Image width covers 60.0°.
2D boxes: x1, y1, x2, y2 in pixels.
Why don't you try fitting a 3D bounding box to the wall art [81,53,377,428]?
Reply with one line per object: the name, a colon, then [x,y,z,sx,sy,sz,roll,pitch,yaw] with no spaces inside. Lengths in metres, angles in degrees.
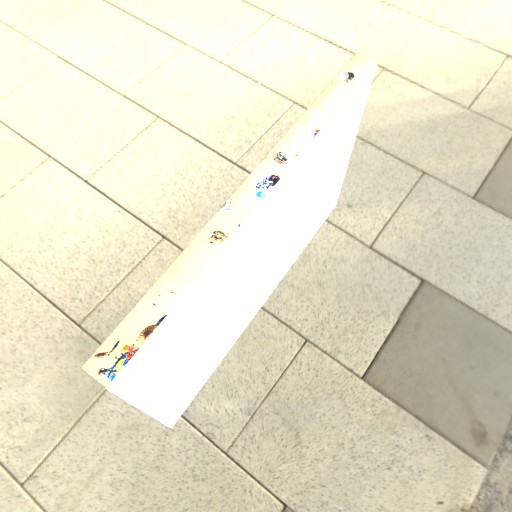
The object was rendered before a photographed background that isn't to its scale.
wall art: [0.000,0.000,1.127,0.057,0.595,0.894,32,68,15]
